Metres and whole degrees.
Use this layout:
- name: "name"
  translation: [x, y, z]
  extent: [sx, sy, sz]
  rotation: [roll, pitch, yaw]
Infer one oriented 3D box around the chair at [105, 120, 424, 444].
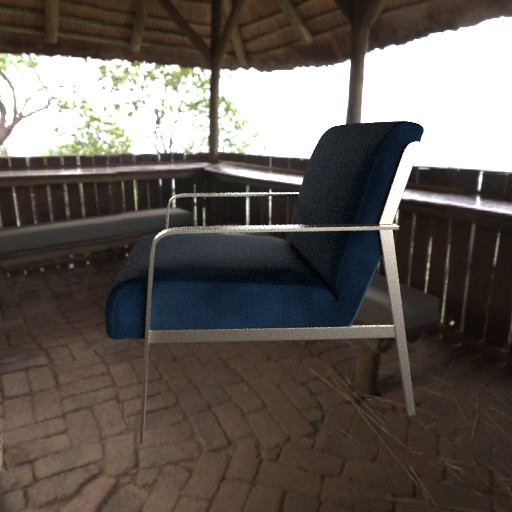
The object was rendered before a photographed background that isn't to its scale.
- name: "chair"
  translation: [0.000, 0.000, 1.438]
  extent: [0.859, 0.831, 0.692]
  rotation: [-2, 15, -7]
